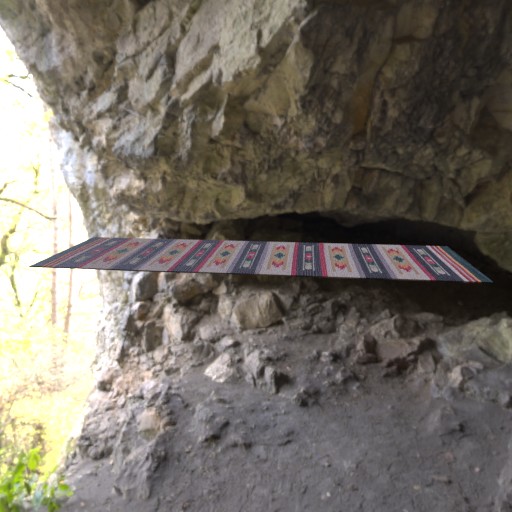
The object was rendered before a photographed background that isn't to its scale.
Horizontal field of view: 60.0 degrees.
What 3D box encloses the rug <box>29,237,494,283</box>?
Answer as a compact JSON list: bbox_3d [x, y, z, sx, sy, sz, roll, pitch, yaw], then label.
[{"bbox_3d":[0.000,0.000,2.675,2.440,0.009,0.760,2,15,6],"label":"rug"}]
